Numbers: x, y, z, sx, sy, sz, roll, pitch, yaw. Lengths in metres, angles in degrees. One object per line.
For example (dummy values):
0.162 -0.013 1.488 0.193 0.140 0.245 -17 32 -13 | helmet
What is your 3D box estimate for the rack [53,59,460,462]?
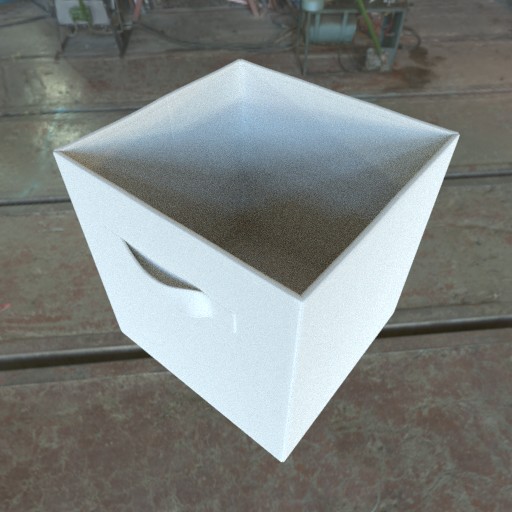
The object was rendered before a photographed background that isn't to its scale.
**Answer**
0.000 0.000 0.490 0.270 0.280 0.270 30 53 26 | rack
